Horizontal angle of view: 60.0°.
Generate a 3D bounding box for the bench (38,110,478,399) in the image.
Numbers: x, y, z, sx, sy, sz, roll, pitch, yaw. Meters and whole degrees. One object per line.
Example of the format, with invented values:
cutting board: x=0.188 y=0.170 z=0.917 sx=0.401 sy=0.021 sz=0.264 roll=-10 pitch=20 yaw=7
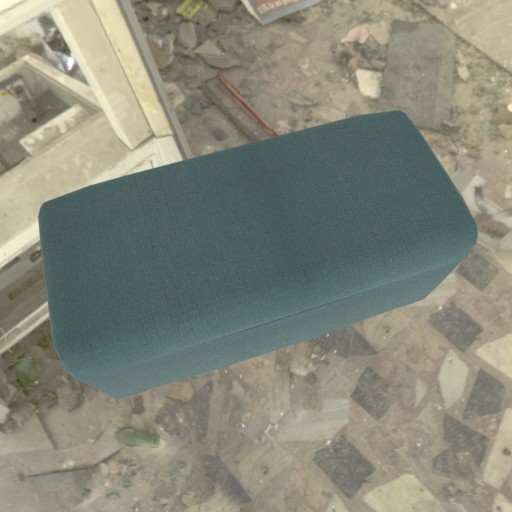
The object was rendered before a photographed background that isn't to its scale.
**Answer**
bench: x=0.000 y=0.000 z=1.238 sx=0.995 sy=0.474 sz=0.476 roll=-16 pitch=65 yaw=-8
